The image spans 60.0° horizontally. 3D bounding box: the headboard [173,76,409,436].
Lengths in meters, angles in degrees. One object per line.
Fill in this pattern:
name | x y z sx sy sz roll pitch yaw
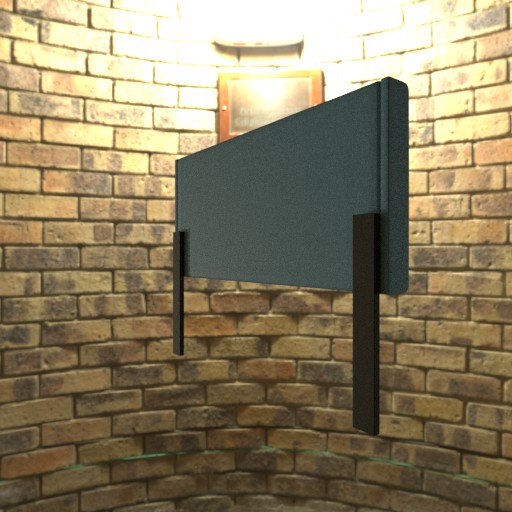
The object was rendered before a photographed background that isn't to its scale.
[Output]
headboard | 0.000 0.000 2.726 0.184 1.524 2.051 0 0 -36
